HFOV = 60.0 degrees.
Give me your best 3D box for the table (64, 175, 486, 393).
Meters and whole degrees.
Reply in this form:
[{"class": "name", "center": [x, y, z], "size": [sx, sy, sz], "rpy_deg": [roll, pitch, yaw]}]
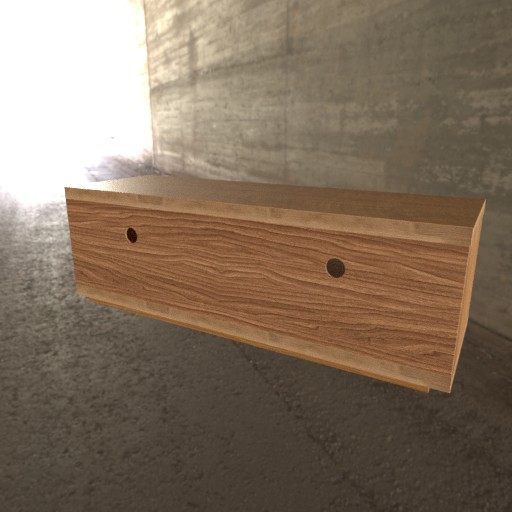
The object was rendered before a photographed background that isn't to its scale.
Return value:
[{"class": "table", "center": [0.000, 0.000, 1.709], "size": [1.499, 0.491, 0.499], "rpy_deg": [9, 19, 28]}]
